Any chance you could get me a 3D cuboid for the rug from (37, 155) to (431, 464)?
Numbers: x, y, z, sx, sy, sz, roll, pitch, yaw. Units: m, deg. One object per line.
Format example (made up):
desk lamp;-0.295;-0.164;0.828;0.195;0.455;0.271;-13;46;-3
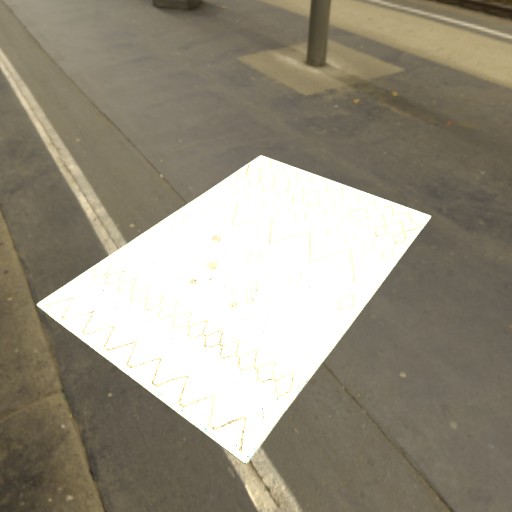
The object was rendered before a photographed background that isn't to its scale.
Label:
rug;0.000;0.000;2.373;1.260;0.009;1.820;26;47;27
